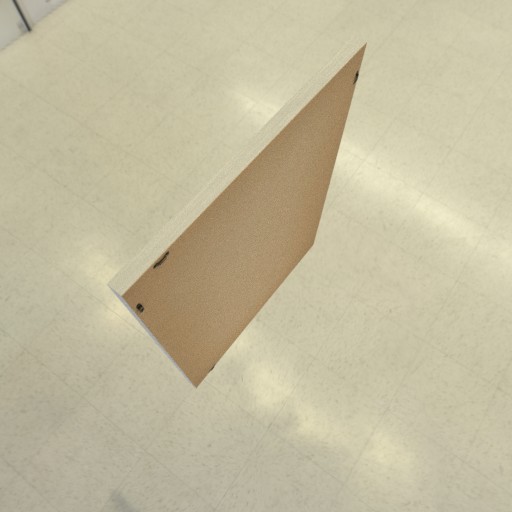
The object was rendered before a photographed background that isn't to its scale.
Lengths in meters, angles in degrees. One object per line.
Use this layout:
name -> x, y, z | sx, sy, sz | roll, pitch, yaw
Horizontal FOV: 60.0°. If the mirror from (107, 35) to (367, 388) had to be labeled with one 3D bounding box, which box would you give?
mirror -> 0.000, 0.000, 1.325 | 0.040, 1.016, 0.762 | 35, 70, 15
